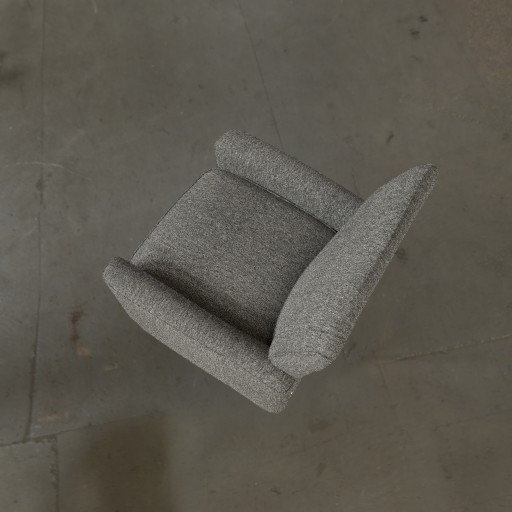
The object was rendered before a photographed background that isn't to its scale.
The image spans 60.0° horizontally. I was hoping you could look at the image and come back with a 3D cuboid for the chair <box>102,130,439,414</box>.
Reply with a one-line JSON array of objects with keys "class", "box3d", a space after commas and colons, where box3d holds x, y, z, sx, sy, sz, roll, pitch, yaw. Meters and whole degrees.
[{"class": "chair", "box3d": [0.000, 0.000, 1.673, 0.864, 1.014, 0.848, 30, 67, 14]}]
